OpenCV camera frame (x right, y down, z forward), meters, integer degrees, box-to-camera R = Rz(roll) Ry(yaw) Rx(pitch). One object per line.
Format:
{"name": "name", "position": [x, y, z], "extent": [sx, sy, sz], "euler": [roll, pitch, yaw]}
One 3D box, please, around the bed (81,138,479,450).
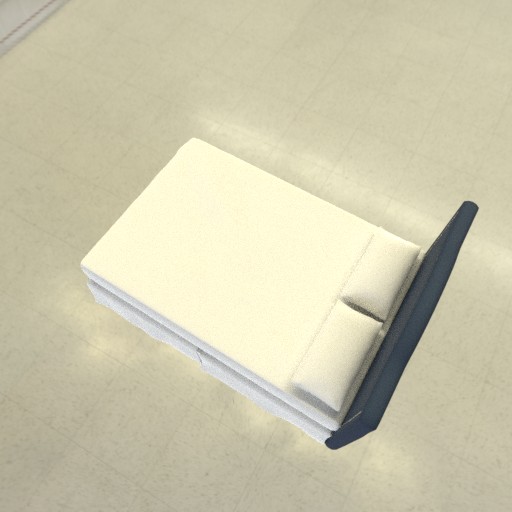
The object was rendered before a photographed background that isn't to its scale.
{"name": "bed", "position": [0.000, 0.000, 3.507], "extent": [2.507, 1.441, 1.741], "euler": [29, 66, 14]}
